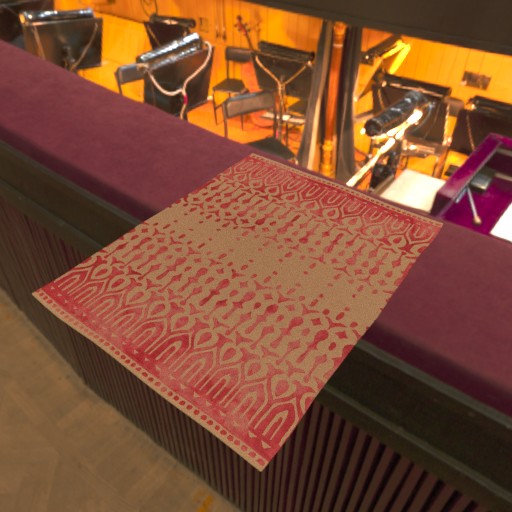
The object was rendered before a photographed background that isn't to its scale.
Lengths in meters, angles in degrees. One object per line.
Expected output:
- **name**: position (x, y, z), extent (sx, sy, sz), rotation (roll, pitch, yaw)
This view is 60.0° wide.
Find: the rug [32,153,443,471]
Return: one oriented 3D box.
- **rug**: position (0.000, 0.000, 4.093), extent (2.441, 0.016, 3.095), rotation (27, 48, 27)
